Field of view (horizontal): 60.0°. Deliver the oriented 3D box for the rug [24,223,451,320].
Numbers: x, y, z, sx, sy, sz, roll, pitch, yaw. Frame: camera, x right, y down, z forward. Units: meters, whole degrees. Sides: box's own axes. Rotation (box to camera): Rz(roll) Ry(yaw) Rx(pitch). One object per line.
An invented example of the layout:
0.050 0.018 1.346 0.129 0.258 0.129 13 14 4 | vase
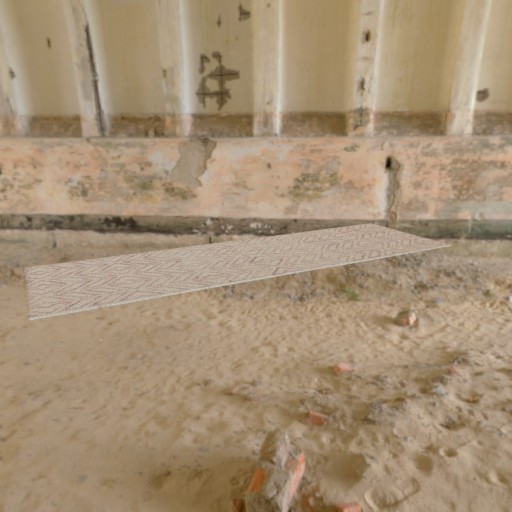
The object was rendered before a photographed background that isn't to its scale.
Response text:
0.000 0.000 2.615 2.435 0.009 0.750 -8 18 -27 | rug
